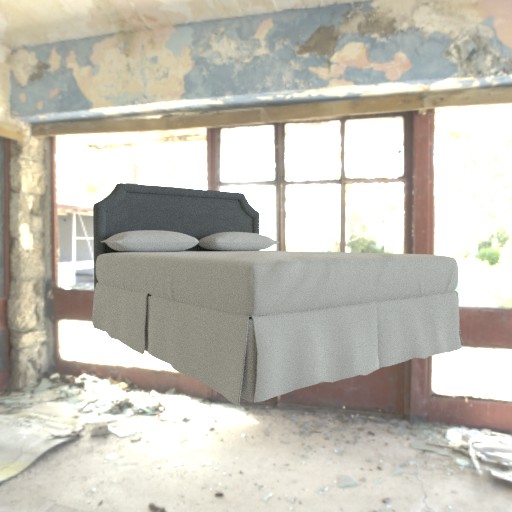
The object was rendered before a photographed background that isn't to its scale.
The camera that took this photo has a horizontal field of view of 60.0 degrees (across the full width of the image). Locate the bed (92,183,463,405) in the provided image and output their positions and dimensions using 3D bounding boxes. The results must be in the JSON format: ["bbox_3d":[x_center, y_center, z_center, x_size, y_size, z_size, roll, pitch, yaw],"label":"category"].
[{"bbox_3d":[0.000,0.000,3.534,1.977,1.306,2.464,-1,2,-37],"label":"bed"}]
